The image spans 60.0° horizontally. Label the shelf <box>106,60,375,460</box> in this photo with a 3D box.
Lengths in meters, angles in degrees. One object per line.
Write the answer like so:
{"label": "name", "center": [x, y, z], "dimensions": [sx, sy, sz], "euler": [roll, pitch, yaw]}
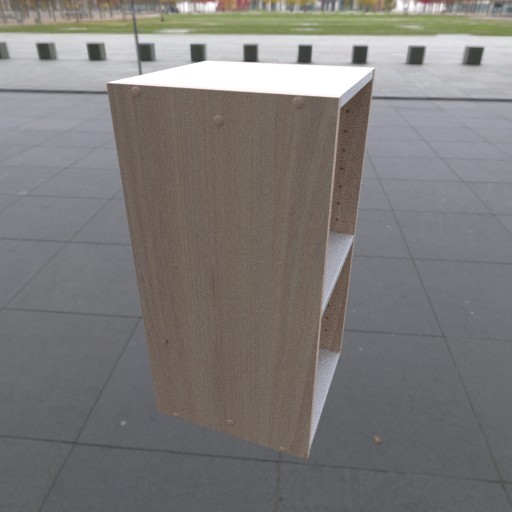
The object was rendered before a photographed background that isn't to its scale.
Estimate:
{"label": "shelf", "center": [0.000, 0.000, 0.777], "dimensions": [0.297, 0.594, 0.290], "euler": [11, 31, 18]}
